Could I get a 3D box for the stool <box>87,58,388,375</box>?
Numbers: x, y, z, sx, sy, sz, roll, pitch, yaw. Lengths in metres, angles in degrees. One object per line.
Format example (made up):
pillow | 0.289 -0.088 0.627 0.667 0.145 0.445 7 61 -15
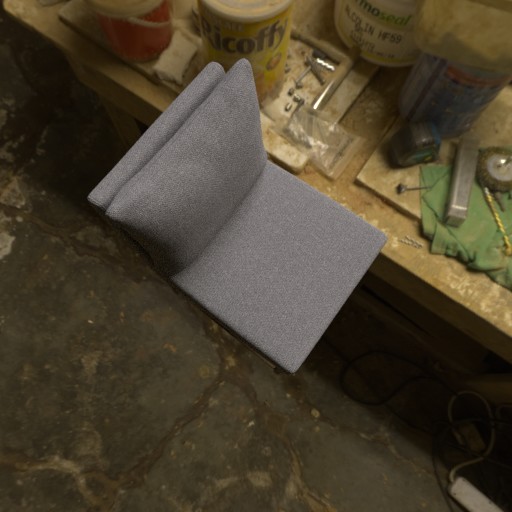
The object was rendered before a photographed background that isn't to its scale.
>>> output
stool | 0.000 0.000 1.334 0.569 1.031 0.463 36 77 9
